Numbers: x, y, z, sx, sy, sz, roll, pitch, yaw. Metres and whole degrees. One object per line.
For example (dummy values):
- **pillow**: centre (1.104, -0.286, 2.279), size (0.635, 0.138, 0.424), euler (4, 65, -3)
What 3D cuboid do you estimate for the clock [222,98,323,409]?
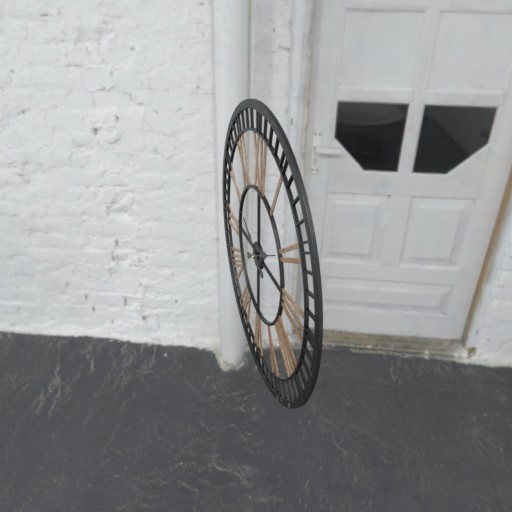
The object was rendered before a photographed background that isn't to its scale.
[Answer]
- **clock**: centre (0.000, 0.000, 1.259), size (0.025, 0.843, 0.843), euler (-9, 31, -15)
